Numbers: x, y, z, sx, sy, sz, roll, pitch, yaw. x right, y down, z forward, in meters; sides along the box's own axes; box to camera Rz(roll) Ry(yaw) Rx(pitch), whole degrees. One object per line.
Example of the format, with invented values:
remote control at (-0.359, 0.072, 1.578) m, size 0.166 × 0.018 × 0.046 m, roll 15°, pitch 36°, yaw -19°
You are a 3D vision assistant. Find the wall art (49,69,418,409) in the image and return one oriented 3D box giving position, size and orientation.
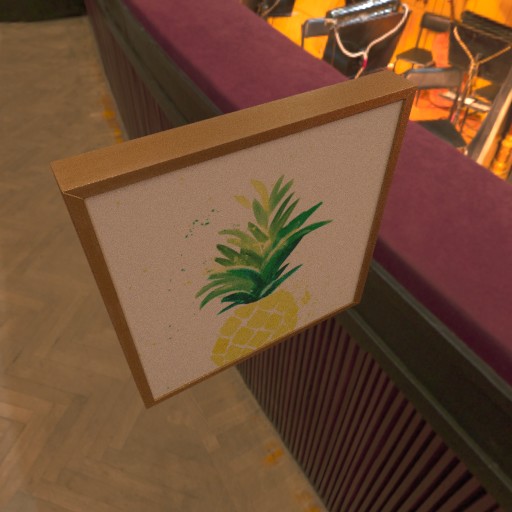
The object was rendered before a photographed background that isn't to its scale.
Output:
wall art at (0.000, 0.000, 0.454) m, size 0.306 × 0.305 × 0.038 m, roll -22°, pitch 50°, yaw -20°
